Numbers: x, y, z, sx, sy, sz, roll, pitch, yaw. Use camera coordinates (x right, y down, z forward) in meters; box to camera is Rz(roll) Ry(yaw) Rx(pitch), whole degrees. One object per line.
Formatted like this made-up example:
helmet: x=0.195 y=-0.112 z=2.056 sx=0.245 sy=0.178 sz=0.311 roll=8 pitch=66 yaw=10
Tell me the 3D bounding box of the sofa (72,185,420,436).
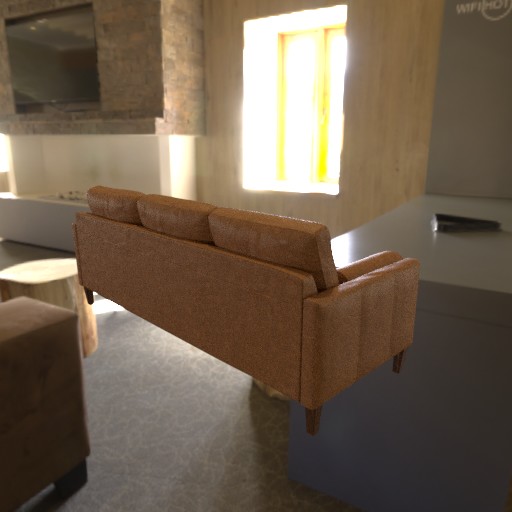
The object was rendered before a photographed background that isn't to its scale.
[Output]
sofa: x=0.000 y=0.000 z=2.912 sx=1.506 sy=0.876 sz=2.178 roll=-14 pitch=21 yaw=-43
